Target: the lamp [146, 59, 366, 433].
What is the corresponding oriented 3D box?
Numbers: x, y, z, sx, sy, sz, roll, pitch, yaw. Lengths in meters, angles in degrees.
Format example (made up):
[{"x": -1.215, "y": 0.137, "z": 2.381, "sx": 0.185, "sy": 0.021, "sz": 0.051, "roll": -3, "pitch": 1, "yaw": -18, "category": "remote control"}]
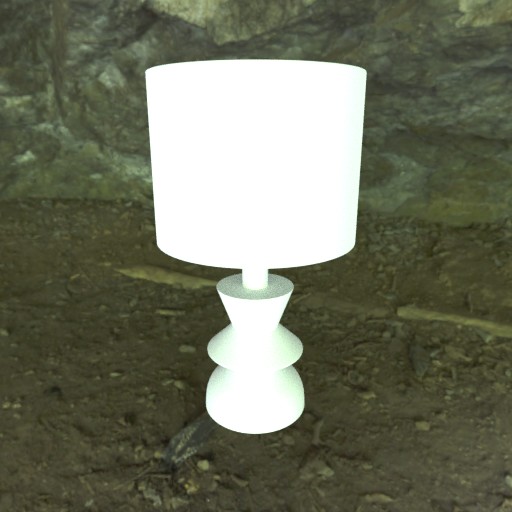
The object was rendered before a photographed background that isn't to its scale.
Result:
[{"x": 0.000, "y": 0.000, "z": 0.697, "sx": 0.301, "sy": 0.533, "sz": 0.301, "roll": -9, "pitch": 19, "yaw": -27, "category": "lamp"}]
